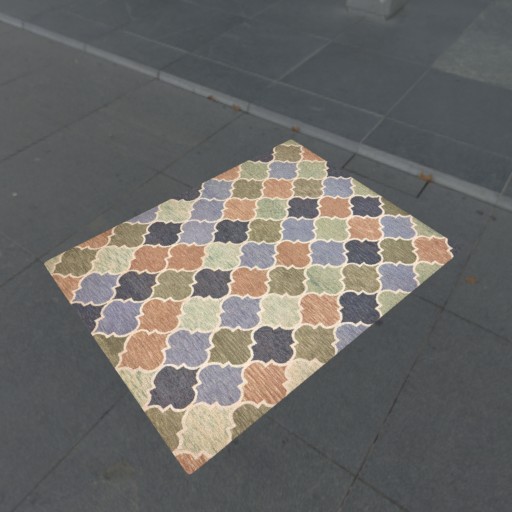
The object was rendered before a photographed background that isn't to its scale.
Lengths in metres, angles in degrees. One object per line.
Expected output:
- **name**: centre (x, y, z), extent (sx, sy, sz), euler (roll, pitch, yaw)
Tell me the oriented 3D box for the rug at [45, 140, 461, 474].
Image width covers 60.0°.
- **rug**: centre (0.000, 0.000, 4.249), extent (3.200, 0.013, 2.439), euler (-32, 56, -25)
